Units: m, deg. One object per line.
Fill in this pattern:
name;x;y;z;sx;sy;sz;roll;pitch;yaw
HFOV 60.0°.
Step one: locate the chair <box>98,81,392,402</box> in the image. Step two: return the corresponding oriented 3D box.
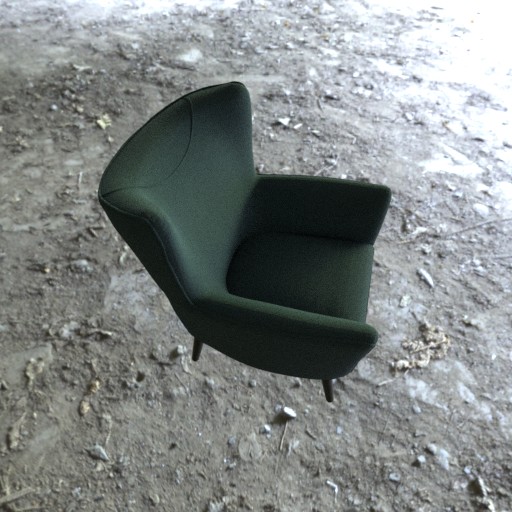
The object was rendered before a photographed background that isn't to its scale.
chair;0.000;0.000;1.623;0.888;0.933;0.781;11;47;10
